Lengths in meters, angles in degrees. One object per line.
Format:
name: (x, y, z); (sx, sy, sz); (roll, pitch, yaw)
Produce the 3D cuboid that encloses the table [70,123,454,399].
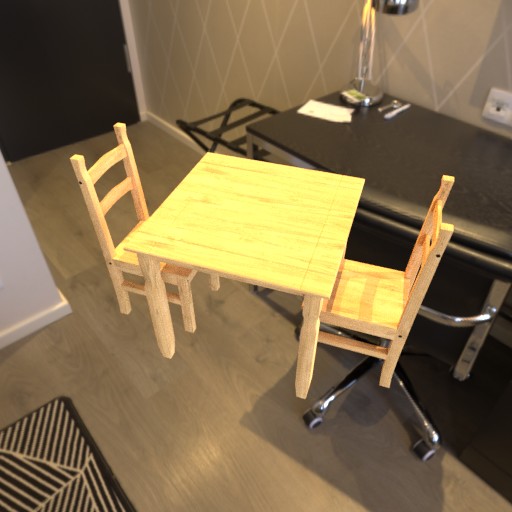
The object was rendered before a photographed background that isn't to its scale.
table: (0.000, 0.000, 2.084); (1.501, 0.942, 0.813); (13, 43, 14)
